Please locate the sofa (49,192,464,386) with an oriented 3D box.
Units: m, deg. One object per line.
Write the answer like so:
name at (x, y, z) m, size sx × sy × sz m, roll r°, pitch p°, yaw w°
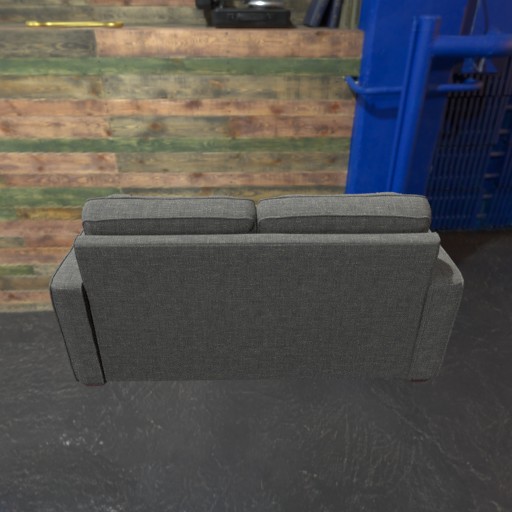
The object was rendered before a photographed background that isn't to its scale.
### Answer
sofa at (0.000, 0.000, 2.244) m, size 1.709 × 0.918 × 0.947 m, roll -1°, pitch 31°, yaw -1°
